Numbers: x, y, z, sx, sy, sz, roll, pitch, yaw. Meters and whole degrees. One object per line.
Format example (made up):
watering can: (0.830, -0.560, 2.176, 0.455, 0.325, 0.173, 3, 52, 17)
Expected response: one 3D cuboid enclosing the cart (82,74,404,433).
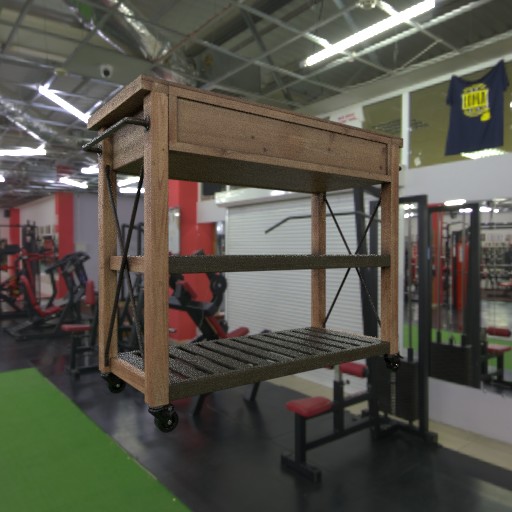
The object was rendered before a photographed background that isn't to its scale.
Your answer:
cart: (0.000, 0.000, 0.979, 0.686, 0.554, 0.298, -1, 1, -36)
